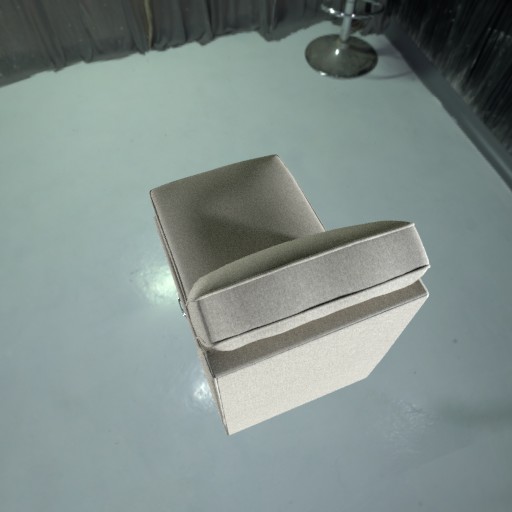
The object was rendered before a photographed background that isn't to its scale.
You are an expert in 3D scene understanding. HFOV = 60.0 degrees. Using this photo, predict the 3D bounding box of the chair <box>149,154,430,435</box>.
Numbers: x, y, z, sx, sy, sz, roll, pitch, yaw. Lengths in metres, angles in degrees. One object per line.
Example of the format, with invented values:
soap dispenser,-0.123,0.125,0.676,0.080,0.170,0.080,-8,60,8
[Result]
chair,0.000,0.000,1.733,0.674,1.058,1.020,-19,60,-11
